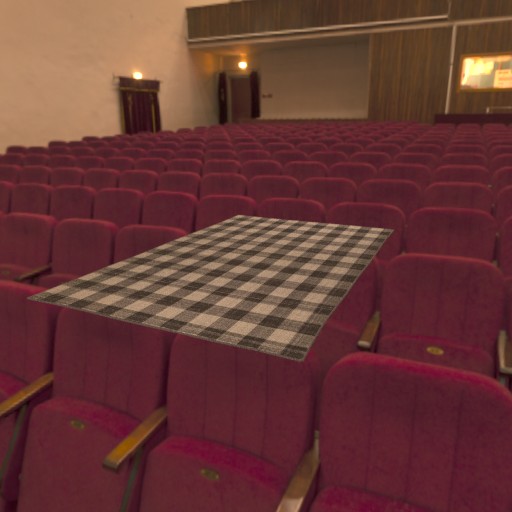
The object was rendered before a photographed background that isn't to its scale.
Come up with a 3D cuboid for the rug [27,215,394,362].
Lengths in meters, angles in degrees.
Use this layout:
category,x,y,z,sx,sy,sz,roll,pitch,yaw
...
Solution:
category,x,y,z,sx,sy,sz,roll,pitch,yaw
rug,0.000,0.000,3.122,1.554,0.011,2.476,8,18,24
